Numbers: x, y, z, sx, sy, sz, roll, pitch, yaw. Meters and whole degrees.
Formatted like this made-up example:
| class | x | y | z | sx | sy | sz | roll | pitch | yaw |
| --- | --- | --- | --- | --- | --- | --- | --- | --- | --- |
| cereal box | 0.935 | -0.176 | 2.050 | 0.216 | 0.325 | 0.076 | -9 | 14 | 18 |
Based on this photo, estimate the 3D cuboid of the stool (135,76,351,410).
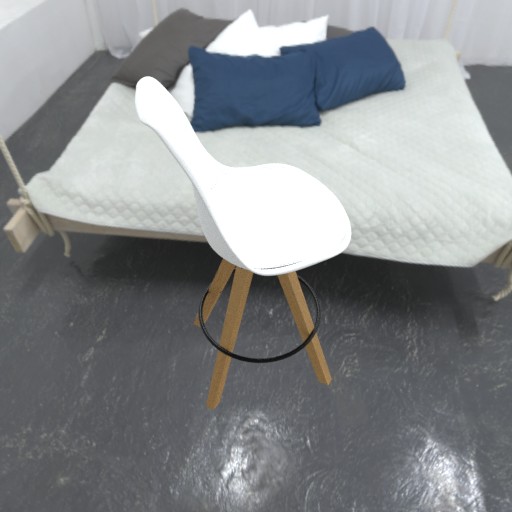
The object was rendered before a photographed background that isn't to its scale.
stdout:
| class | x | y | z | sx | sy | sz | roll | pitch | yaw |
| --- | --- | --- | --- | --- | --- | --- | --- | --- | --- |
| stool | 0.000 | 0.000 | 1.413 | 0.549 | 1.115 | 0.482 | -9 | 46 | -9 |
